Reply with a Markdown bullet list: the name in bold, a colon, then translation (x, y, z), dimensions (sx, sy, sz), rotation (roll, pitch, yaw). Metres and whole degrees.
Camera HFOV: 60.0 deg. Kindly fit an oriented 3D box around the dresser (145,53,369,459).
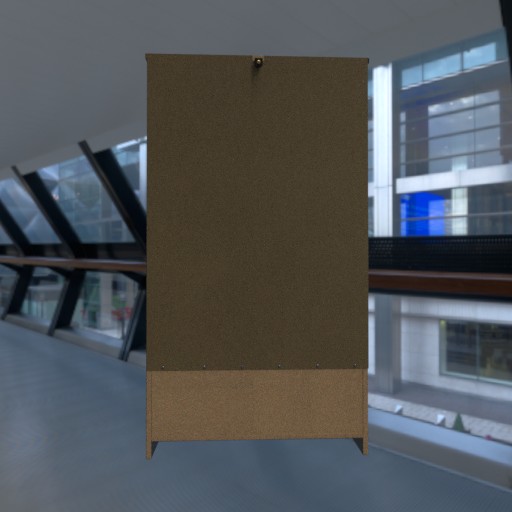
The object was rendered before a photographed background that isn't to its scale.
- **dresser**: translation (0.000, 0.000, 1.565), dimensions (0.704, 1.254, 0.418), rotation (0, -1, -2)
